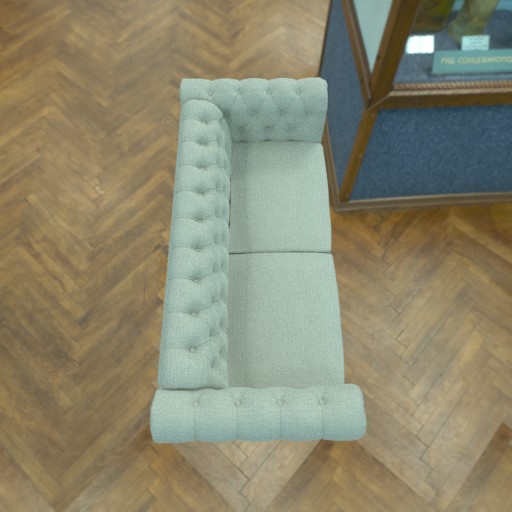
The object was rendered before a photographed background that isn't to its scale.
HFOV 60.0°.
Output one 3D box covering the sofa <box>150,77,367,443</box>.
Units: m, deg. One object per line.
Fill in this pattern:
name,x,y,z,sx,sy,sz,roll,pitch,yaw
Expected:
sofa,0.000,0.000,2.268,0.783,0.797,1.798,-1,63,0
